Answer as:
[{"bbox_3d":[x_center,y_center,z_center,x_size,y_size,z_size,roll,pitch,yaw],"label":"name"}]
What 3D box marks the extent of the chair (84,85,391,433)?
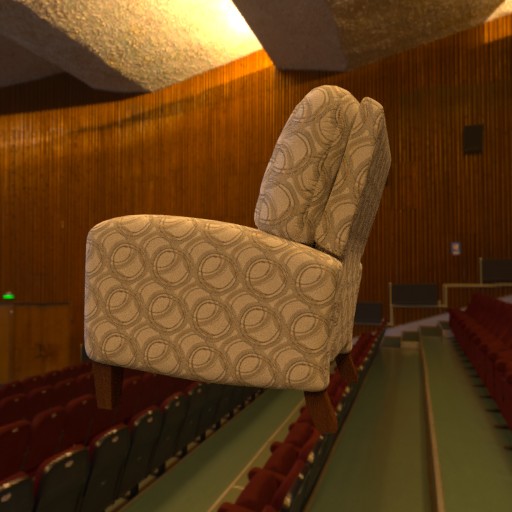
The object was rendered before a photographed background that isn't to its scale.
[{"bbox_3d":[0.000,0.000,1.733,0.995,1.065,0.796,0,-1,19],"label":"chair"}]
